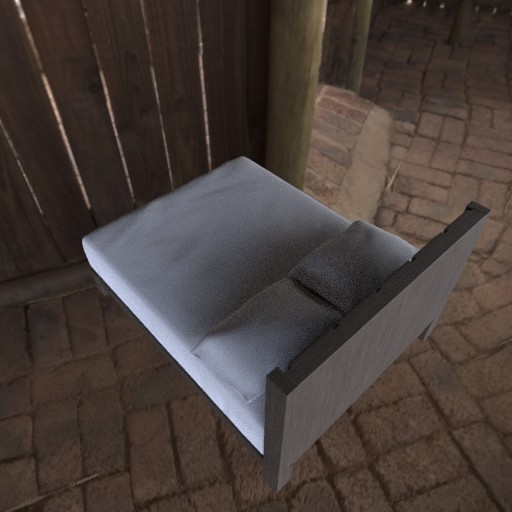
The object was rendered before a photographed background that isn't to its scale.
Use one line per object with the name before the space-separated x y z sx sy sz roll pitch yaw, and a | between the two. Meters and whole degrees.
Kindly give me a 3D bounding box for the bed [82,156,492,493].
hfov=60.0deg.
bed | 0.000 0.000 3.239 1.727 1.270 2.242 -34 55 -28
